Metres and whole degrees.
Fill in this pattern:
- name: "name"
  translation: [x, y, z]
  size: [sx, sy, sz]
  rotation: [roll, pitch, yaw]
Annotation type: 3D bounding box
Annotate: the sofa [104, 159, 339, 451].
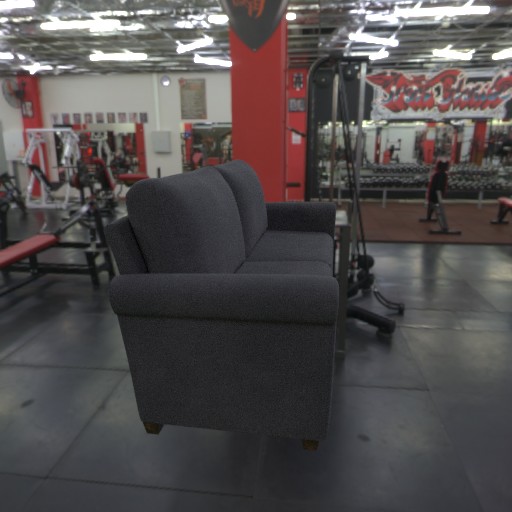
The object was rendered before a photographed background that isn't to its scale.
- name: "sofa"
  translation: [0.000, 0.000, 2.371]
  size: [0.842, 0.942, 1.935]
  rotation: [2, 15, 9]
